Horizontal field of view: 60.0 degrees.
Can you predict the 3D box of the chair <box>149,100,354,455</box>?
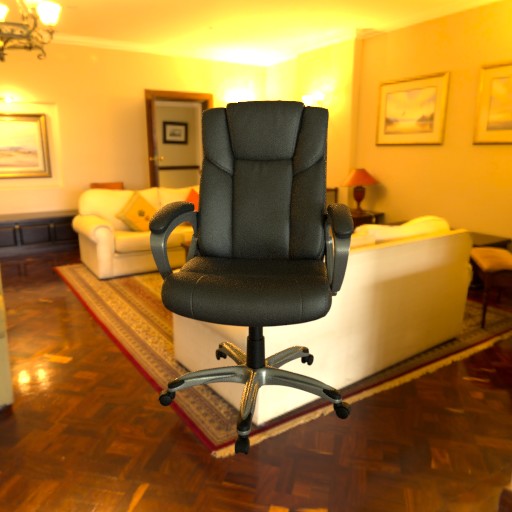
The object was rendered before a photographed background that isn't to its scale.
[{"bbox_3d":[0.000,0.000,1.600,0.721,1.130,0.719,2,14,8],"label":"chair"}]
